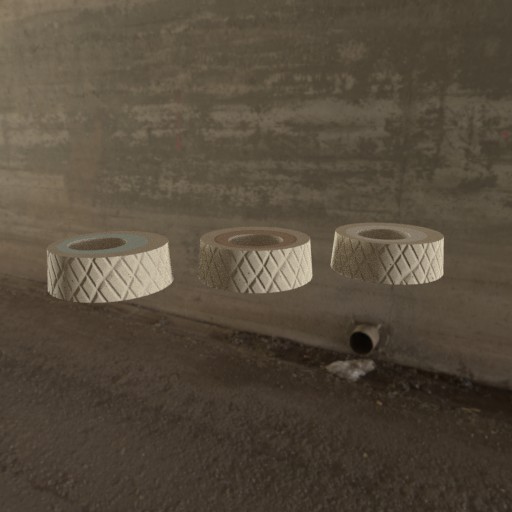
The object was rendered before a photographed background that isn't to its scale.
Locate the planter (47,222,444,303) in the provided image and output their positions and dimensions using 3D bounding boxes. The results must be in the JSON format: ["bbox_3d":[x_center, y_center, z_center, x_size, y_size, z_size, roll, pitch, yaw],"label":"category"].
[{"bbox_3d":[0.000,0.000,0.440,0.390,0.038,0.114,-3,15,-9],"label":"planter"}]
